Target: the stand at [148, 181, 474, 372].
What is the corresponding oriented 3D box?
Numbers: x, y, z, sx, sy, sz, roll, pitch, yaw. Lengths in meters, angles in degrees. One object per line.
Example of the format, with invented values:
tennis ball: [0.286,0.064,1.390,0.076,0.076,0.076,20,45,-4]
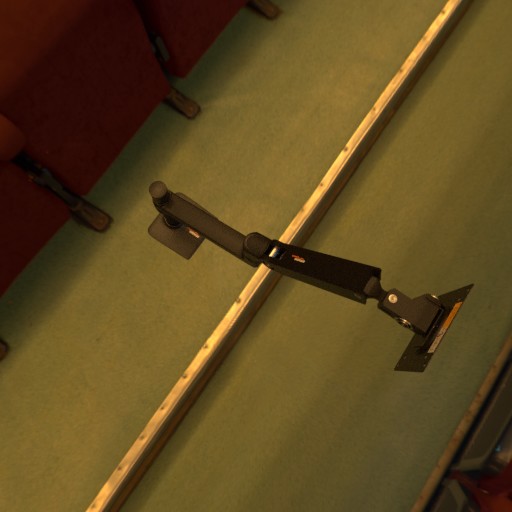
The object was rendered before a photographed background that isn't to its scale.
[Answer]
stand: [0.000,0.000,0.998,0.650,0.713,0.152,34,79,8]
